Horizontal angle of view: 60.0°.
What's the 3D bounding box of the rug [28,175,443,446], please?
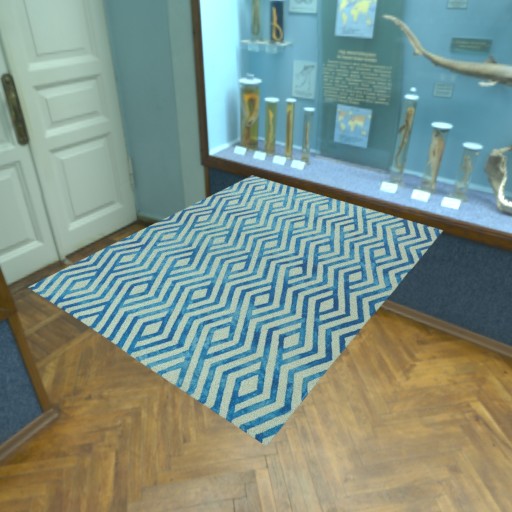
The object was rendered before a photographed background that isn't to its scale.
[{"bbox_3d":[0.000,0.000,4.093,2.453,0.008,3.059,22,38,31],"label":"rug"}]
